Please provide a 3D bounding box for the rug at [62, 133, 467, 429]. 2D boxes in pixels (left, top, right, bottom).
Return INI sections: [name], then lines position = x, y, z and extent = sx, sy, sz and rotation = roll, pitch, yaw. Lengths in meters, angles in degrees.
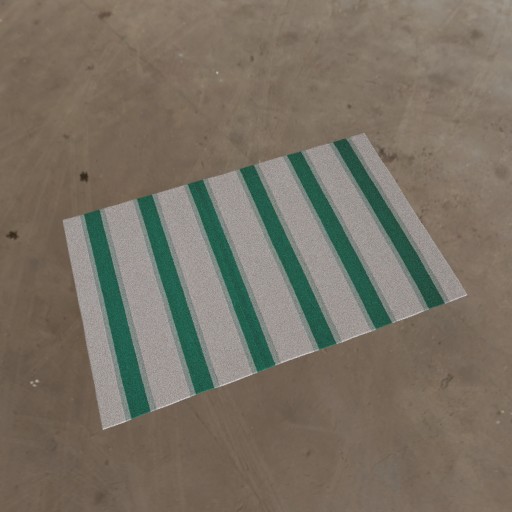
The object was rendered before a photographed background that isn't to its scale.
[rug]
position = 0.000, 0.000, 3.075
extent = 2.436, 0.015, 1.521
rotation = -18, 64, -9
